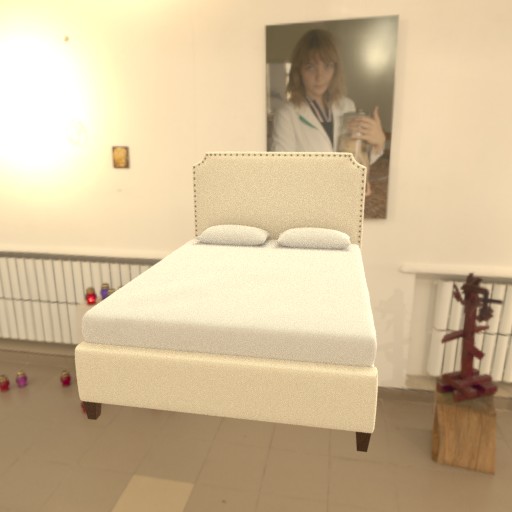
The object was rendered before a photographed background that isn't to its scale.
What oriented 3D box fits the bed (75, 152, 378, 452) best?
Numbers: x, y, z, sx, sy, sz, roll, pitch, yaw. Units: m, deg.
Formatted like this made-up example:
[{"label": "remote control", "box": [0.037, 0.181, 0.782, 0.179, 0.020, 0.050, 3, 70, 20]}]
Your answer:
[{"label": "bed", "box": [0.000, 0.000, 3.413, 1.712, 1.497, 2.372, 3, 15, 10]}]
